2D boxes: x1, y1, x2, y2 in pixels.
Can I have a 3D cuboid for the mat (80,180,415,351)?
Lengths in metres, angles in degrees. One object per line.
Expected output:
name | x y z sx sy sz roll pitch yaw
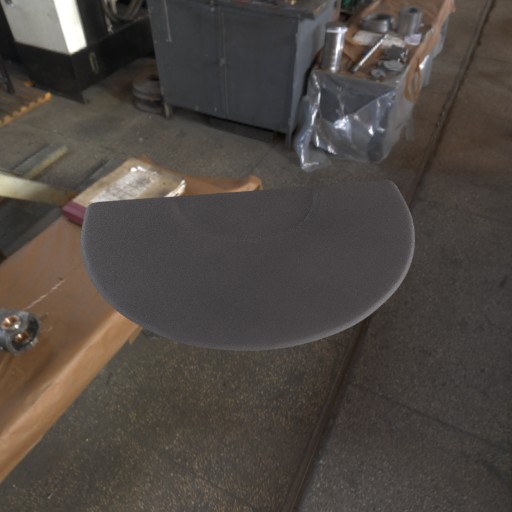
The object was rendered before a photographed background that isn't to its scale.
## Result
mat | 0.000 0.000 1.879 1.525 0.022 0.917 -5 46 -5
